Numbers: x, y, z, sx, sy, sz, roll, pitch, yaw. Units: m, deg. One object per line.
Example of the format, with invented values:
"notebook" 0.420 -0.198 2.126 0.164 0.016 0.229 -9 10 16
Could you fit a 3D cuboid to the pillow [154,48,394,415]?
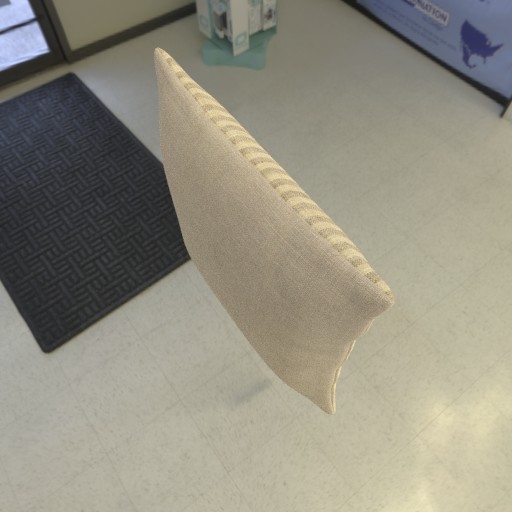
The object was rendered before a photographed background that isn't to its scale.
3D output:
"pillow" 0.000 0.000 0.773 0.166 0.510 0.523 -30 63 -17
